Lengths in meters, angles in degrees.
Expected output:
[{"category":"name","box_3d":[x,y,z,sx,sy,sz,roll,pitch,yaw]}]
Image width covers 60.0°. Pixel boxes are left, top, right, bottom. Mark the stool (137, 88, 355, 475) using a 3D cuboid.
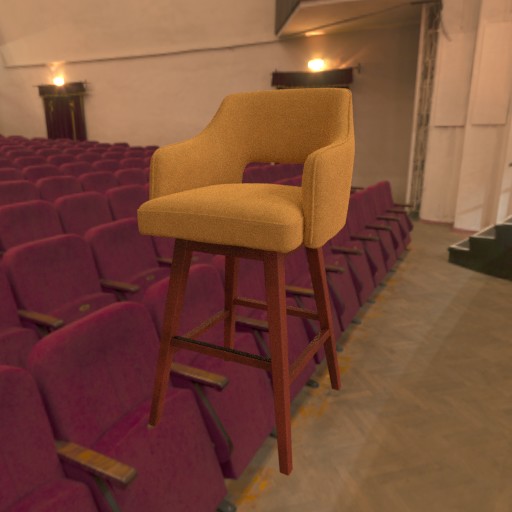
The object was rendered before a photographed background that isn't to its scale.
[{"category":"stool","box_3d":[0.000,0.000,1.371,0.548,1.012,0.558,8,17,26]}]
